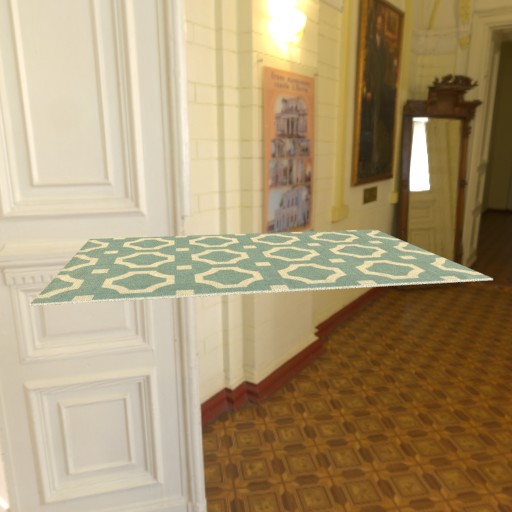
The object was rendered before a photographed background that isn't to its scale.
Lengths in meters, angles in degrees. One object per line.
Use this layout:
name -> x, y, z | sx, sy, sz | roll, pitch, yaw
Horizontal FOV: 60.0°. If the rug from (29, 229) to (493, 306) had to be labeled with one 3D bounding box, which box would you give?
rug -> 0.000, 0.000, 3.019 | 2.443, 0.015, 1.528 | -2, 14, -10
